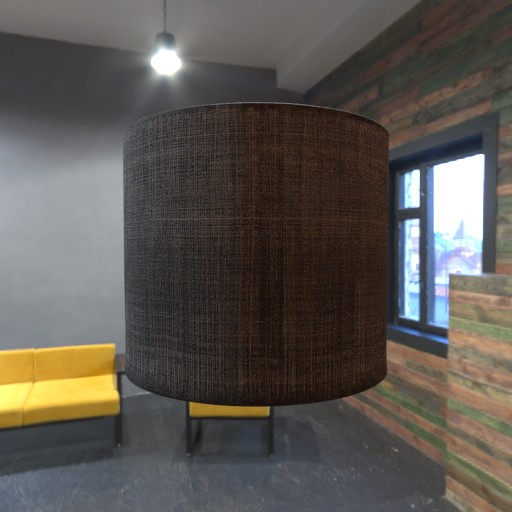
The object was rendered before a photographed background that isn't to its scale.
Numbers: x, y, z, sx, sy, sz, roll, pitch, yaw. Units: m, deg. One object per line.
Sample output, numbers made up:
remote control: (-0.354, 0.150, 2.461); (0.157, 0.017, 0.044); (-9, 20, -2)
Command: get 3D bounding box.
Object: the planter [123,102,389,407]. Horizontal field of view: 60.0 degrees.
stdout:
planter: (0.000, 0.000, 0.443); (0.254, 0.221, 0.254); (0, 0, 0)
